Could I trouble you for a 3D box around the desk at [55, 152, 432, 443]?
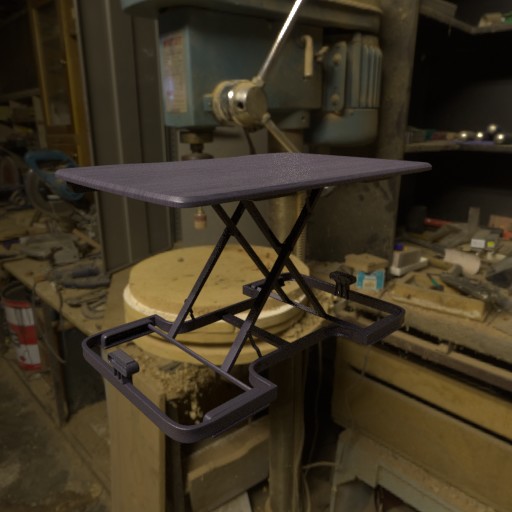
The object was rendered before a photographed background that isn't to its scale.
[{"bbox_3d":[0.000,0.000,1.172,0.820,0.470,0.546,-15,23,-41],"label":"desk"}]
